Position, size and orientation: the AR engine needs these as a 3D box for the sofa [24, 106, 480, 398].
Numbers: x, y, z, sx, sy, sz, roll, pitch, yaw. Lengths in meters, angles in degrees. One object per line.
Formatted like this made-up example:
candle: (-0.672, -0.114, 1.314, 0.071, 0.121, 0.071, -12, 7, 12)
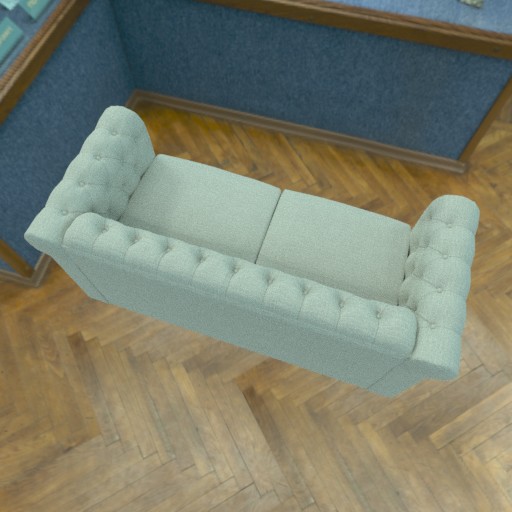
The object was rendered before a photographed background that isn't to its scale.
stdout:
sofa: (0.000, 0.000, 2.167, 1.798, 0.797, 0.783, 17, 65, 8)
